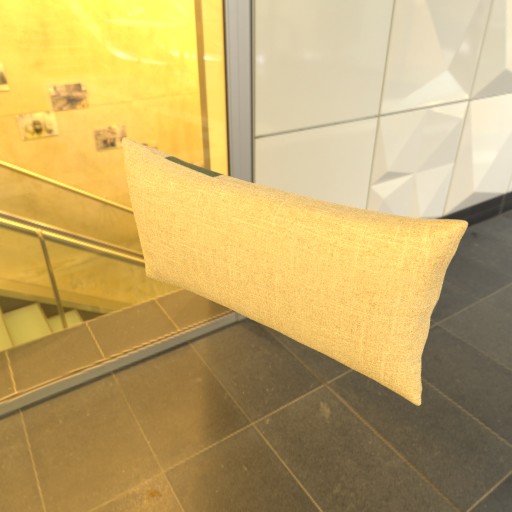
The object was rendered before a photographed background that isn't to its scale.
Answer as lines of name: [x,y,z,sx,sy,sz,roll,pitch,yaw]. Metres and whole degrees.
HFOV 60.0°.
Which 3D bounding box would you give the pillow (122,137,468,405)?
pillow: [0.000,0.000,1.041,0.859,0.429,0.197,21,36,32]
